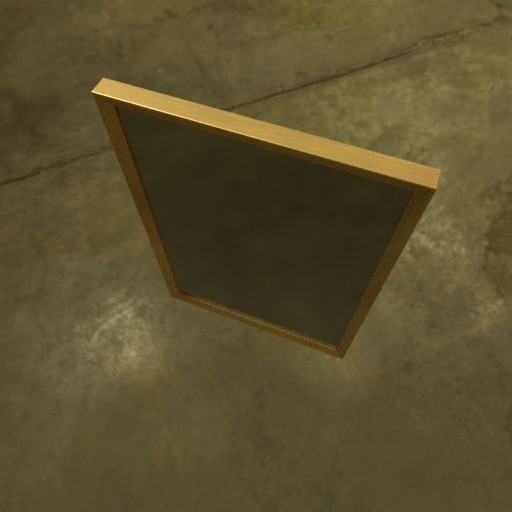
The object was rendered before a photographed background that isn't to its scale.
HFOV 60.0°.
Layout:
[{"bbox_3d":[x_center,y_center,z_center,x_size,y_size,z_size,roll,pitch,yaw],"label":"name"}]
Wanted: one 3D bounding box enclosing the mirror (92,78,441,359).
[{"bbox_3d":[0.000,0.000,0.924,0.507,0.710,0.039,18,61,10],"label":"mirror"}]
